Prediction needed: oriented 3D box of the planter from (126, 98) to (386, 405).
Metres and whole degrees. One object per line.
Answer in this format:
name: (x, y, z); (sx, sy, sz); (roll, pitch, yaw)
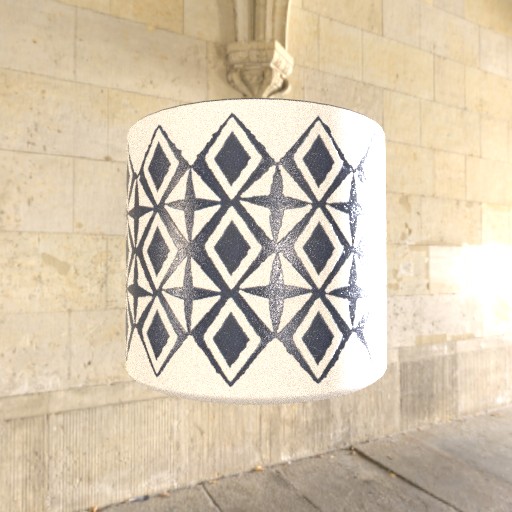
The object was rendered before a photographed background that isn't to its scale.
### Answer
planter: (0.000, 0.000, 0.282); (0.159, 0.144, 0.159); (0, -1, 0)
